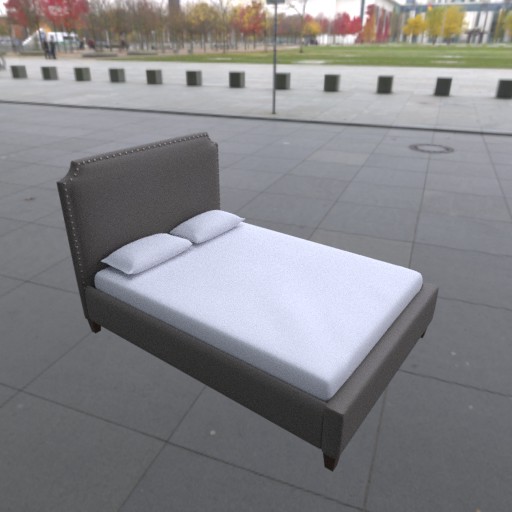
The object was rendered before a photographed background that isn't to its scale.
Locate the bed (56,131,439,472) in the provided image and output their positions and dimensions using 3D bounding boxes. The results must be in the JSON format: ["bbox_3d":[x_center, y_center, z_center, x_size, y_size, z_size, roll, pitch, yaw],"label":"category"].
[{"bbox_3d":[0.000,0.000,3.419,2.372,1.443,1.712,18,31,32],"label":"bed"}]
